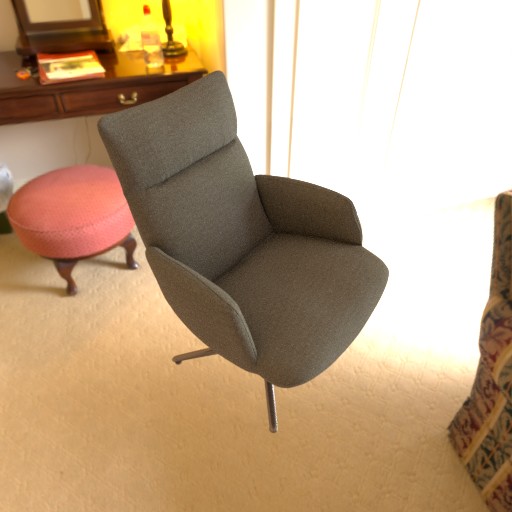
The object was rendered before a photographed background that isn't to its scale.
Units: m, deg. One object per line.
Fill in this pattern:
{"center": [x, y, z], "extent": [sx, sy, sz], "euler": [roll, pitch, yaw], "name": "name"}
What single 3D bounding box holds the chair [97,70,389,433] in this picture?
{"center": [0.000, 0.000, 1.539], "extent": [0.831, 0.984, 0.702], "euler": [27, 48, 27], "name": "chair"}
